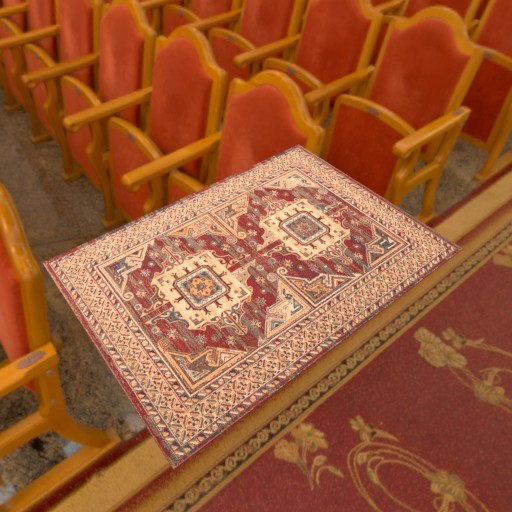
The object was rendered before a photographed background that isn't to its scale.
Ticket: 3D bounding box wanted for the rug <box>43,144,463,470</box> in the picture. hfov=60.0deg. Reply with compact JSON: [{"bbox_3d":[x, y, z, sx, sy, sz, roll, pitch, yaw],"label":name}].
[{"bbox_3d":[0.000,0.000,2.872,2.210,0.011,1.599,-30,53,-26],"label":"rug"}]
